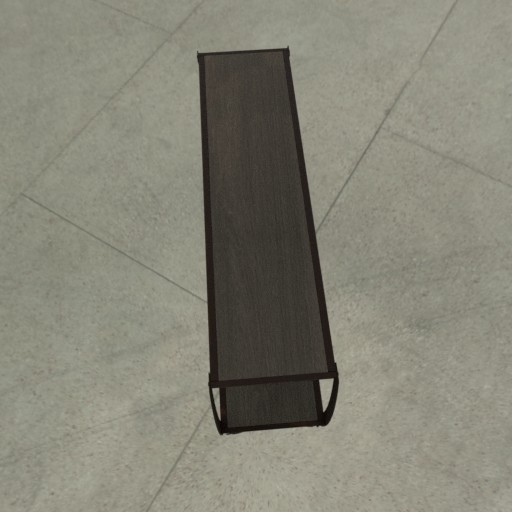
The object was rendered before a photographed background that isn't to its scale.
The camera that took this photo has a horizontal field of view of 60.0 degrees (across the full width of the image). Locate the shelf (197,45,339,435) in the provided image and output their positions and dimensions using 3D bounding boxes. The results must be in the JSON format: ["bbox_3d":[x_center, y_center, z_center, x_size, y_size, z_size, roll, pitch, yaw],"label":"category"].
[{"bbox_3d":[0.000,0.000,1.881,0.344,1.063,1.403,-4,66,-2],"label":"shelf"}]
